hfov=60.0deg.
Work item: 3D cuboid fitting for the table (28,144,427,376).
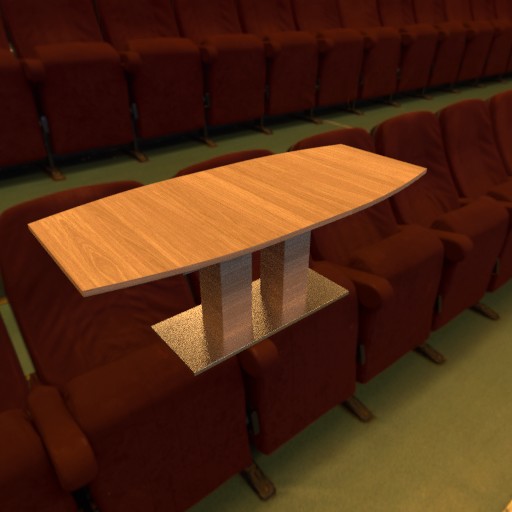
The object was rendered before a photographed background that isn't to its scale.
[{"bbox_3d":[0.000,0.000,2.455,2.032,0.750,0.900,-22,36,-33],"label":"table"}]
